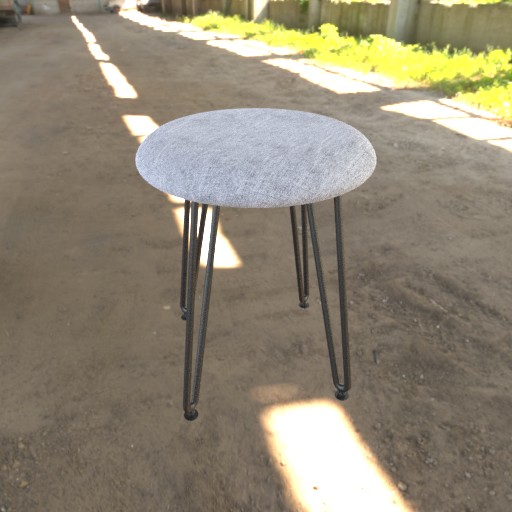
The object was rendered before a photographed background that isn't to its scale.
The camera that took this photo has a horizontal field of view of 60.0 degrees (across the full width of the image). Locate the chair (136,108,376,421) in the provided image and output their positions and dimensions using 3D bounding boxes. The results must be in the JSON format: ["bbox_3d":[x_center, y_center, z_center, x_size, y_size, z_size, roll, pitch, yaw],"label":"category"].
[{"bbox_3d":[0.000,0.000,0.665,0.350,0.386,0.350,20,37,30],"label":"chair"}]
